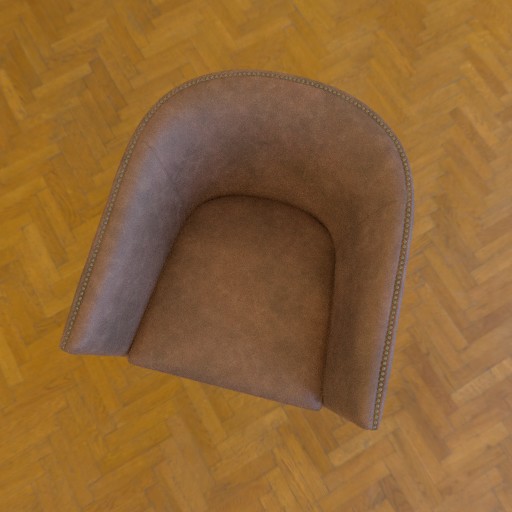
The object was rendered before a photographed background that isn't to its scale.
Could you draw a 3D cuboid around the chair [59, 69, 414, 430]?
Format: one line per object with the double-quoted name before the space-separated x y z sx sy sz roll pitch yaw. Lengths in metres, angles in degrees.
"chair" 0.000 0.000 1.487 0.850 0.790 0.870 13 77 3
